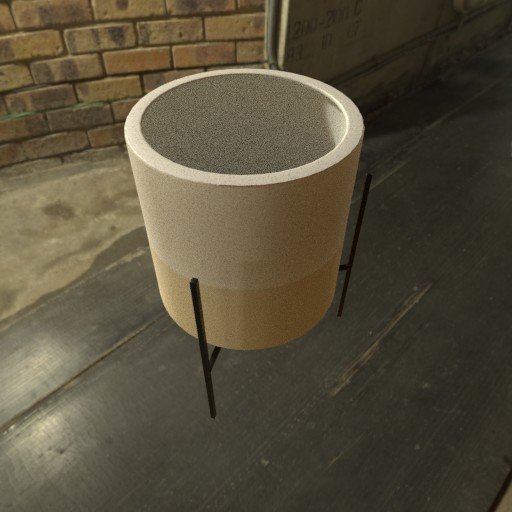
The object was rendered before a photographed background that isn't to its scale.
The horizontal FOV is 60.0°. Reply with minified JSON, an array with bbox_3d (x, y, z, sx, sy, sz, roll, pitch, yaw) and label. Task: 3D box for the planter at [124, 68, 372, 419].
[{"bbox_3d":[0.000,0.000,0.556,0.263,0.362,0.267,5,45,5],"label":"planter"}]
